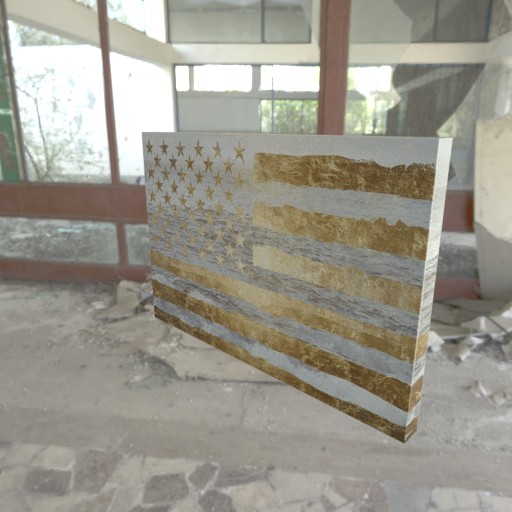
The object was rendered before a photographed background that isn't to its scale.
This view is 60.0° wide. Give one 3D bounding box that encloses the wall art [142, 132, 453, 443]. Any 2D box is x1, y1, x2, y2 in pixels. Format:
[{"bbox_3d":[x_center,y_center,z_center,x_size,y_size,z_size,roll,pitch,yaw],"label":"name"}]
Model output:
[{"bbox_3d":[0.000,0.000,0.767,0.606,0.407,0.041,15,22,42],"label":"wall art"}]
